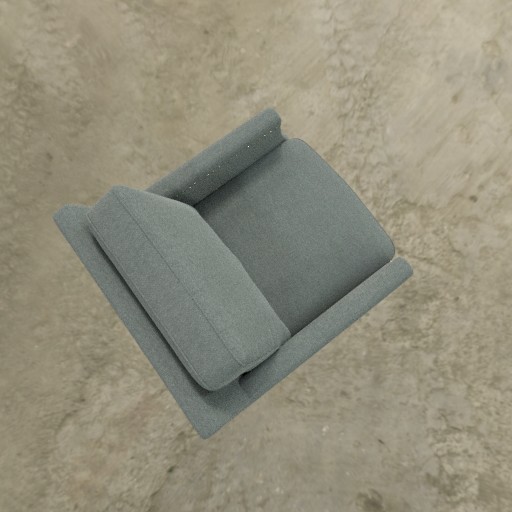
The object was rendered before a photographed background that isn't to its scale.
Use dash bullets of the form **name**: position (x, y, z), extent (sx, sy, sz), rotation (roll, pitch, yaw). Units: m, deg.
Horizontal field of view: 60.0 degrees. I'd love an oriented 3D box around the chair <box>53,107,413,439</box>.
- **chair**: position (0.000, 0.000, 1.806), extent (1.031, 1.031, 0.885), rotation (-36, 78, -9)
